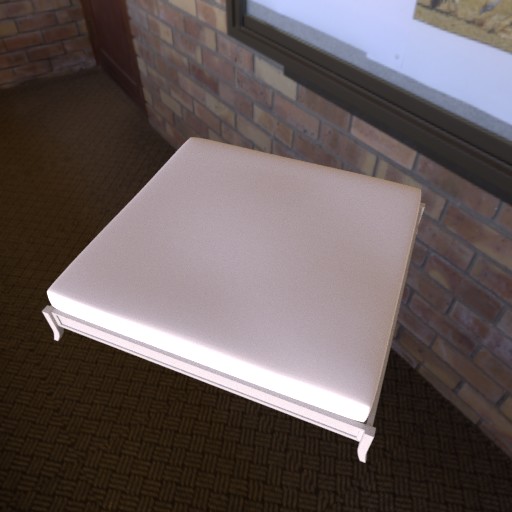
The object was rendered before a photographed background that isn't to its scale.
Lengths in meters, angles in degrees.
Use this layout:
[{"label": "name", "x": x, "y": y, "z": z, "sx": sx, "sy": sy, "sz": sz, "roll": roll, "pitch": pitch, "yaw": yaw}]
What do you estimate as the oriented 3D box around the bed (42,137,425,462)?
[{"label": "bed", "x": 0.000, "y": 0.000, "z": 3.160, "sx": 2.108, "sy": 0.510, "sz": 2.007, "roll": 16, "pitch": 48, "yaw": 15}]
